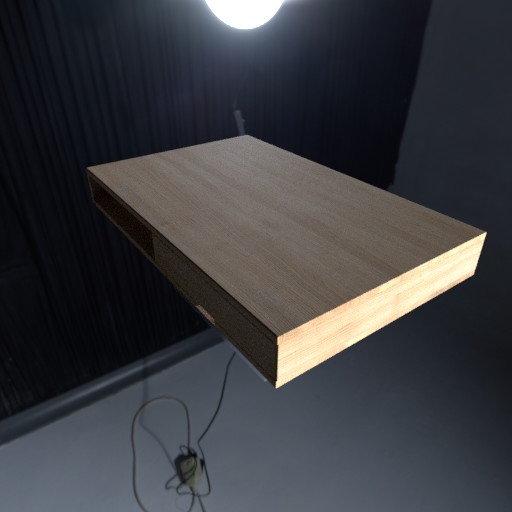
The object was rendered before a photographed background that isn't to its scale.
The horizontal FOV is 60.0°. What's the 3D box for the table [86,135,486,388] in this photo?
[{"bbox_3d":[0.000,0.000,1.484,0.700,0.440,1.100,-21,37,-30],"label":"table"}]
